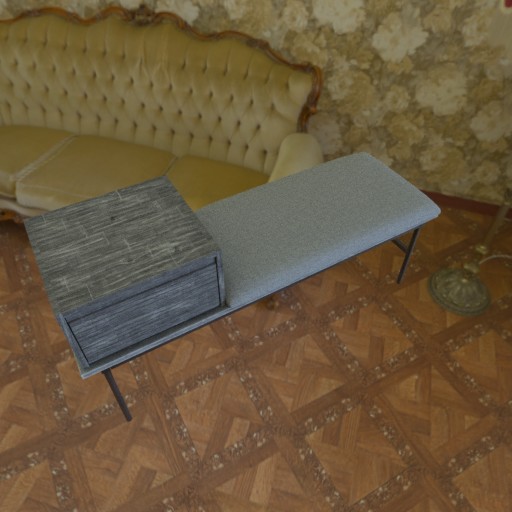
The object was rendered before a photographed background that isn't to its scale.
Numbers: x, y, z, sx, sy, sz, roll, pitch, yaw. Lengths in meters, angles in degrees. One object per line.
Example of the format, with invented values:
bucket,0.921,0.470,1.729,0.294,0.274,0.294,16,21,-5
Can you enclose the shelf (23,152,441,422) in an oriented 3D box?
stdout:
shelf,0.000,0.000,1.614,1.342,0.633,0.457,-23,50,-20
